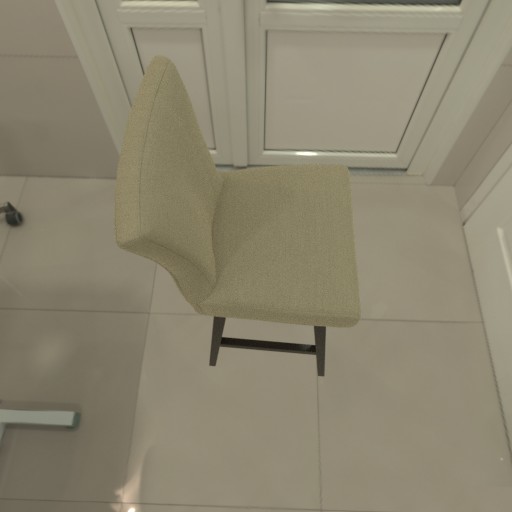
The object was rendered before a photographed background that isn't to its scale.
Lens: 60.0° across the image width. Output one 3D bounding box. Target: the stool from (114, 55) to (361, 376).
[{"bbox_3d":[0.000,0.000,1.396,0.574,1.086,0.514,1,63,1],"label":"stool"}]
